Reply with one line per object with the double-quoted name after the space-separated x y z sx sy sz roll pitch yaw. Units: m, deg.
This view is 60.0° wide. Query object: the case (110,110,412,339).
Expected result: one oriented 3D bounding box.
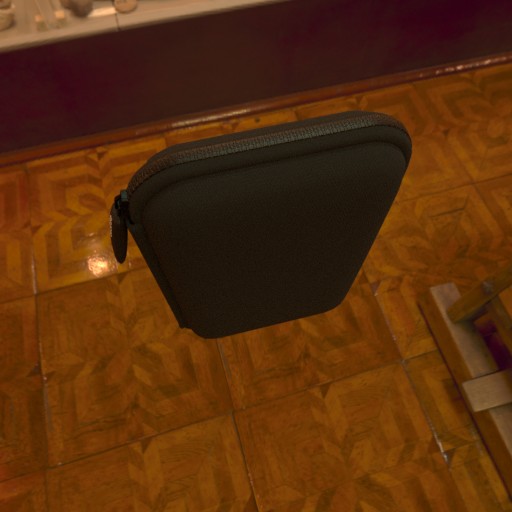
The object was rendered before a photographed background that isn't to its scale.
0.000 0.000 0.193 0.107 0.147 0.030 -13 64 -6 "case"
